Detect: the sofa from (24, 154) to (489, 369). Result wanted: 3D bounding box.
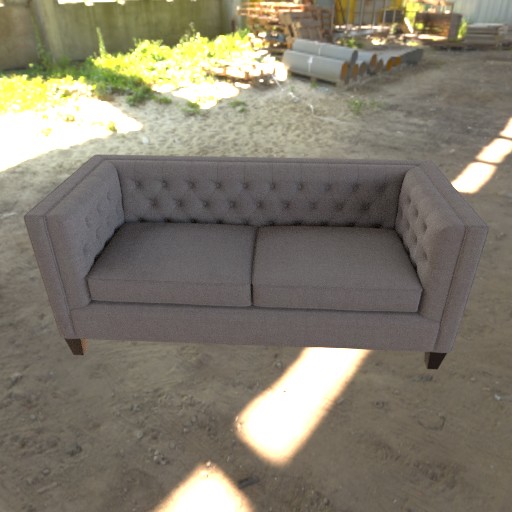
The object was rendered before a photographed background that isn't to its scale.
[{"bbox_3d":[0.000,0.000,2.196,1.778,0.762,0.775,2,31,3],"label":"sofa"}]
